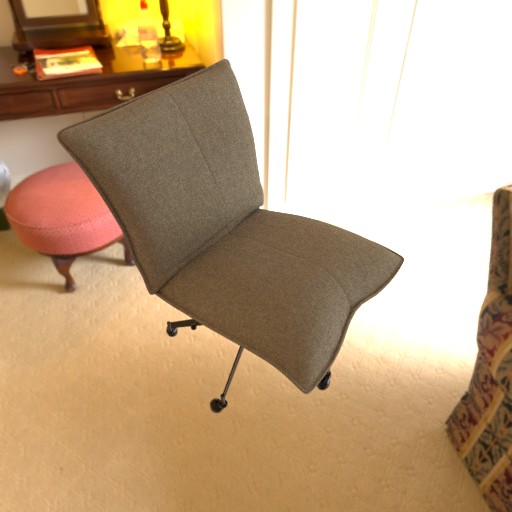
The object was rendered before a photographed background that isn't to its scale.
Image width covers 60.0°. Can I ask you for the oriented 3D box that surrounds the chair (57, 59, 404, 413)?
[{"bbox_3d":[0.000,0.000,1.265,0.696,0.811,0.597,27,48,27],"label":"chair"}]
